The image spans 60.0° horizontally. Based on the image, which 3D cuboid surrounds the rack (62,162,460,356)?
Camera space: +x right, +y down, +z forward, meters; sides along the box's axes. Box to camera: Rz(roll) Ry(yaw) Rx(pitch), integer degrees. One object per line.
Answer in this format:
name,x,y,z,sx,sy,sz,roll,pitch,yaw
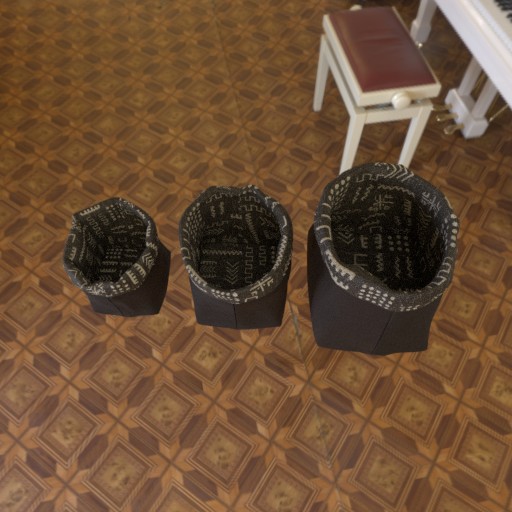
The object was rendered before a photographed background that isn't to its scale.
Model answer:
rack,0.000,0.000,1.073,0.905,0.323,0.379,2,59,1
